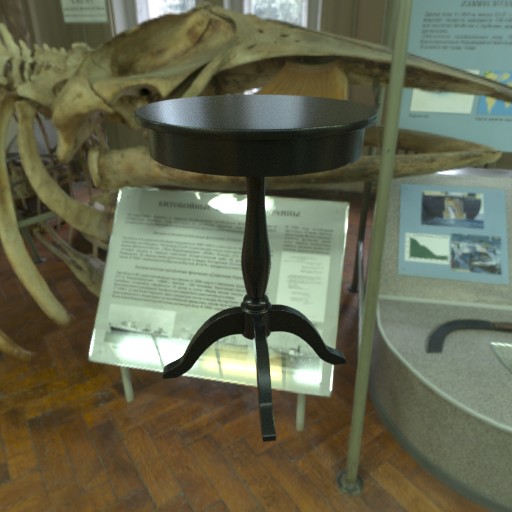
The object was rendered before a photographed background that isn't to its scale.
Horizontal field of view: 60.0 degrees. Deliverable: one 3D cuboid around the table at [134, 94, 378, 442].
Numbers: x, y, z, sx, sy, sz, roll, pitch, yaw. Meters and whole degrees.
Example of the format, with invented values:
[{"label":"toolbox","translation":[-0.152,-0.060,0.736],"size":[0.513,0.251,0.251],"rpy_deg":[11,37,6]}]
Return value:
[{"label":"table","translation":[0.000,0.000,1.036],"size":[0.481,0.665,0.481],"rpy_deg":[0,26,0]}]
